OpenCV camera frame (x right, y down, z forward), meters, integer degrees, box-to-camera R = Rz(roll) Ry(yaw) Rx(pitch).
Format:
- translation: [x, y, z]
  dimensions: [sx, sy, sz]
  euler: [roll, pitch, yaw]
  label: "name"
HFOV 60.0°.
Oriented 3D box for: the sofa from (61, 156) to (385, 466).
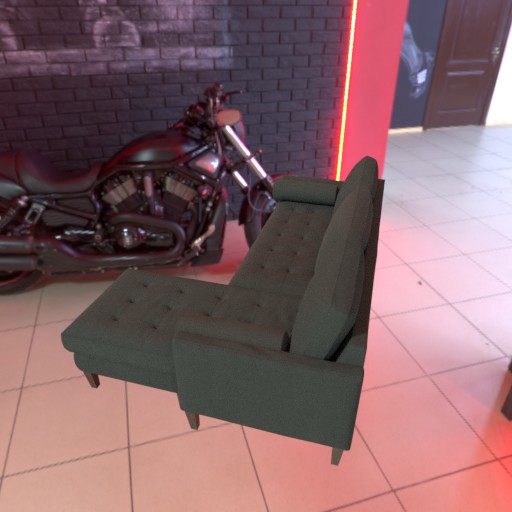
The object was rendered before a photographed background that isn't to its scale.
- translation: [0.000, 0.000, 2.896]
  dimensions: [1.506, 0.876, 2.178]
  euler: [8, 31, 14]
  label: "sofa"
